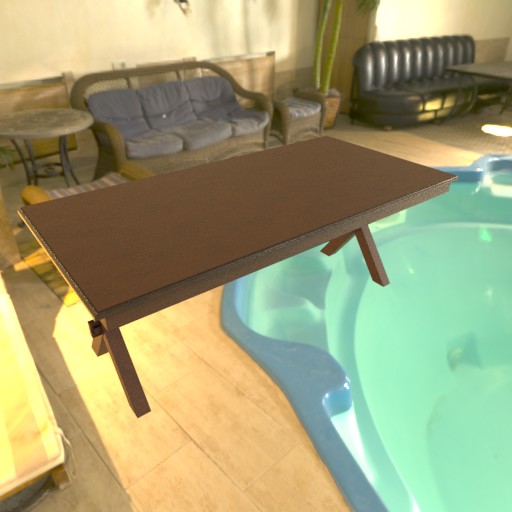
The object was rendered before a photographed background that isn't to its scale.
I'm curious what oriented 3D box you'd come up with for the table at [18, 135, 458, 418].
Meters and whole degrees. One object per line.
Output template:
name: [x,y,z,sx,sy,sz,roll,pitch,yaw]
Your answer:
table: [0.000,0.000,1.441,1.197,0.459,0.594,-21,37,-31]
